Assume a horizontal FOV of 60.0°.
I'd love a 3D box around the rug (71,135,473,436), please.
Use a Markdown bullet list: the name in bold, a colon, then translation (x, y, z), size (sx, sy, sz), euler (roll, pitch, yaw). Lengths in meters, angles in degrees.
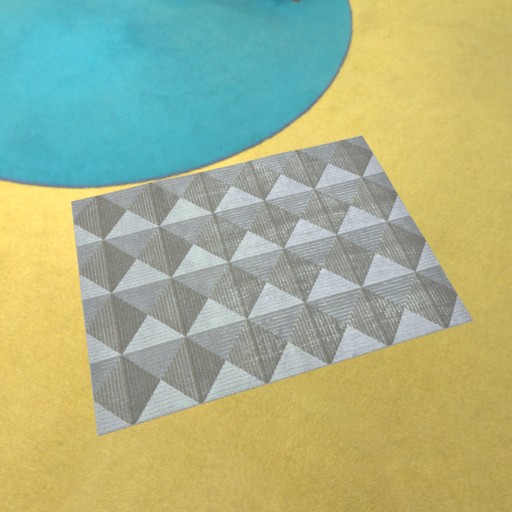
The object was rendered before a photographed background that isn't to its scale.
- **rug**: translation (0.000, 0.000, 4.313), size (3.333, 0.027, 2.428), euler (-15, 60, -9)
